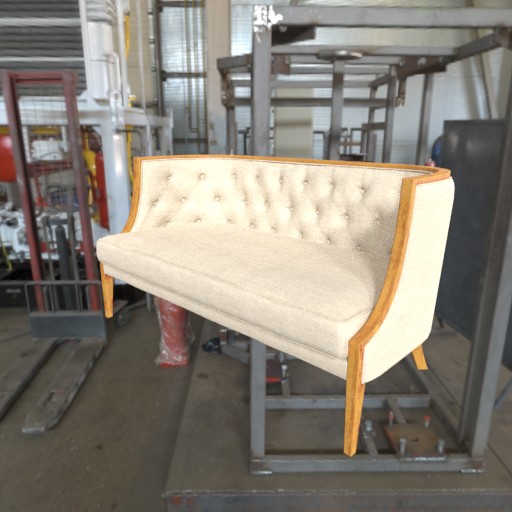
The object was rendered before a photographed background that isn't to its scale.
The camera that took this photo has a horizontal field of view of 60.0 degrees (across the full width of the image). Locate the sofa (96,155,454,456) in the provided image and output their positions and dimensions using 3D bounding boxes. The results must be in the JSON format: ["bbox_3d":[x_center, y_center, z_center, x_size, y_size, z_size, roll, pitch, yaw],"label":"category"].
[{"bbox_3d":[0.000,0.000,1.892,1.474,0.775,0.770,15,22,42],"label":"sofa"}]
